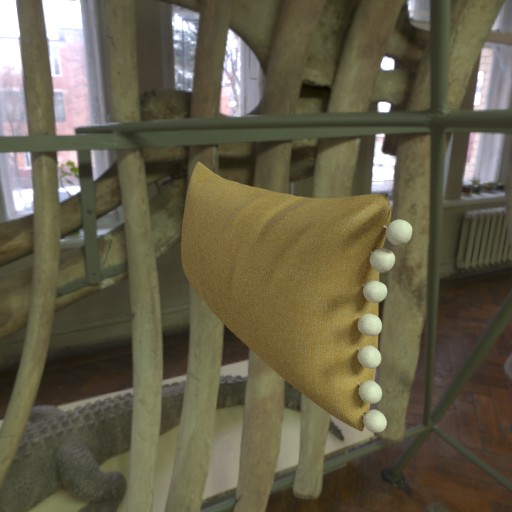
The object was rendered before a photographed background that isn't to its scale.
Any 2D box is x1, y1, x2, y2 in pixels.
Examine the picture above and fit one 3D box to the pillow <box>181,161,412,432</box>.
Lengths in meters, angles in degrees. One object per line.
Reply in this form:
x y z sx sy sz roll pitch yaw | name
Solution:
0.000 0.000 0.823 0.201 0.322 0.709 -8 19 -25 | pillow
